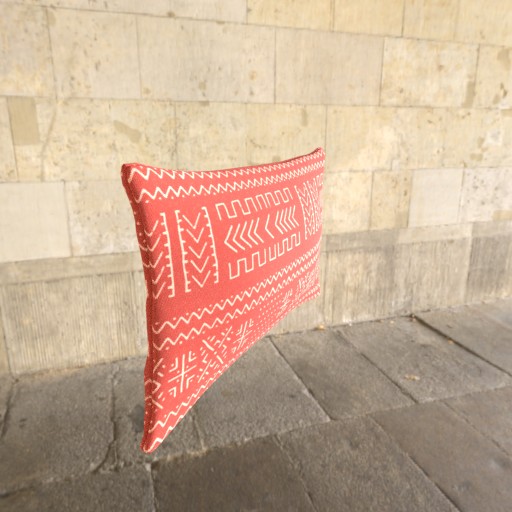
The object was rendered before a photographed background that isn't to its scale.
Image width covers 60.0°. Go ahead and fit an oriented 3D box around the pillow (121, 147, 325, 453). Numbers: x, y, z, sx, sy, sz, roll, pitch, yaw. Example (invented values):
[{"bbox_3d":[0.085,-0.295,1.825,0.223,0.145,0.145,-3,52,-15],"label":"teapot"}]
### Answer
[{"bbox_3d":[0.000,0.000,0.773,0.130,0.352,0.640,8,17,26],"label":"pillow"}]
